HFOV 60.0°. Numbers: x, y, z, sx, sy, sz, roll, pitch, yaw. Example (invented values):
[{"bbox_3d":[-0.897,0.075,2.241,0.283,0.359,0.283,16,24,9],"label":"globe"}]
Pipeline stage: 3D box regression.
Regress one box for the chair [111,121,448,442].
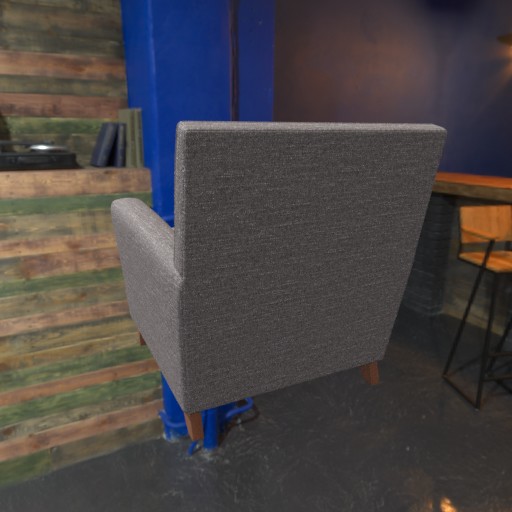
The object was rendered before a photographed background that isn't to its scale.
[{"bbox_3d":[0.000,0.000,1.560,0.838,0.885,0.875,-8,17,-25],"label":"chair"}]
